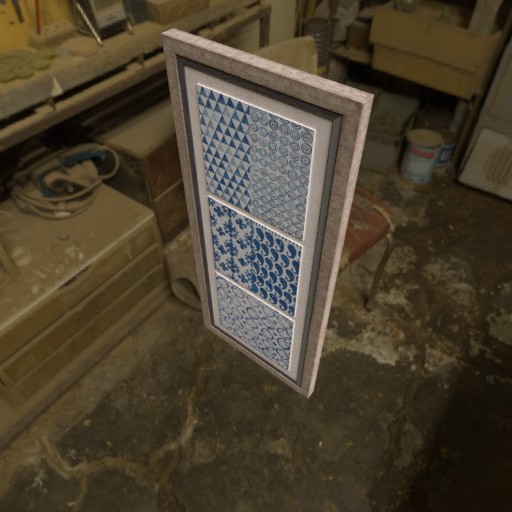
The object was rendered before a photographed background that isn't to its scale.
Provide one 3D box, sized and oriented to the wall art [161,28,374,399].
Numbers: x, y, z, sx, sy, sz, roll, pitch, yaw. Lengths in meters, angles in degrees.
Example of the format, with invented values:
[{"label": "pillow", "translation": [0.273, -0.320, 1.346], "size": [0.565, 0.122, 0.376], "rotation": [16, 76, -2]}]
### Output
[{"label": "wall art", "translation": [0.000, 0.000, 1.666], "size": [0.648, 1.461, 0.051], "rotation": [30, 54, 25]}]
